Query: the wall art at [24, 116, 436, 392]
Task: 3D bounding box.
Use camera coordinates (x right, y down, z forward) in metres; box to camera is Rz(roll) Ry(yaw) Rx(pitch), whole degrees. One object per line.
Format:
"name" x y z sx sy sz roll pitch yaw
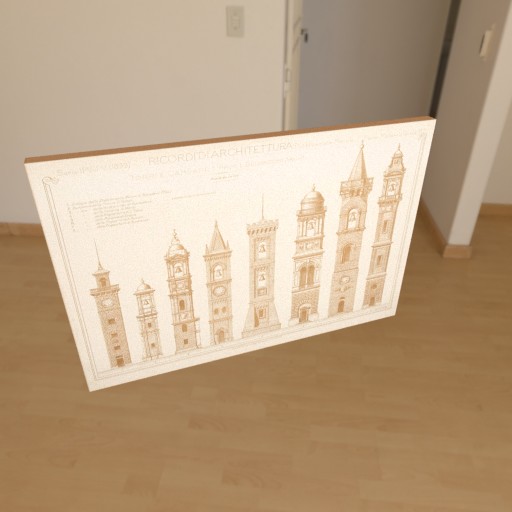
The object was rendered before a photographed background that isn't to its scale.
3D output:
"wall art" 0.000 0.000 1.116 0.915 0.608 0.033 -11 33 -17
